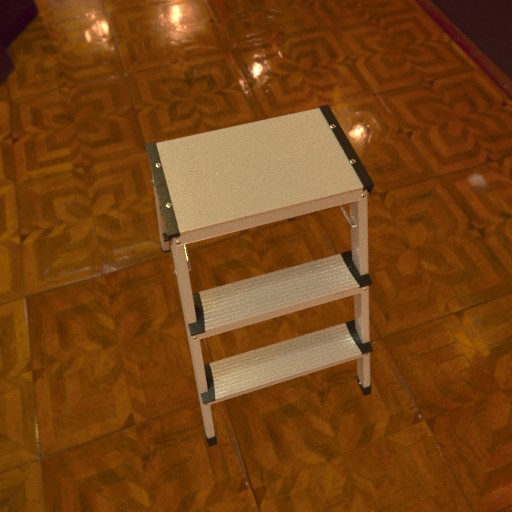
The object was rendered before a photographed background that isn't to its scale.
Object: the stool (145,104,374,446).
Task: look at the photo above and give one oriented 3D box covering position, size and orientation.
[{"bbox_3d":[0.000,0.000,1.009,0.437,0.605,0.622,-15,60,-9],"label":"stool"}]
